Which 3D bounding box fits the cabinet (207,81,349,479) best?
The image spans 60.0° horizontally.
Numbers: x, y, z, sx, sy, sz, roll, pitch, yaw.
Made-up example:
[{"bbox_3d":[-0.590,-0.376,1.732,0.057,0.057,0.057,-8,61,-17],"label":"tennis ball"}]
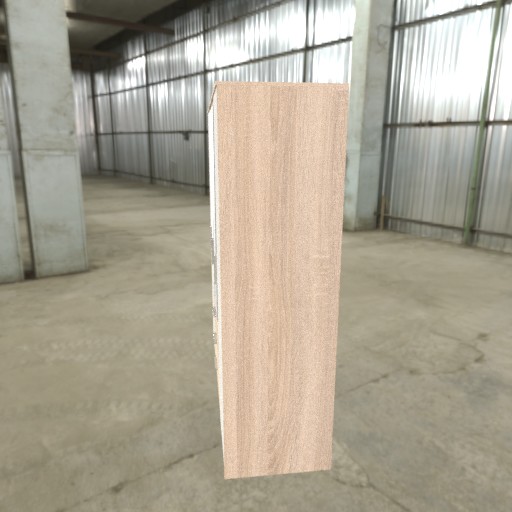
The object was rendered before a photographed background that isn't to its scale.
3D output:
[{"bbox_3d":[0.000,0.000,3.125,0.620,2.060,1.870,-2,14,-7],"label":"cabinet"}]
